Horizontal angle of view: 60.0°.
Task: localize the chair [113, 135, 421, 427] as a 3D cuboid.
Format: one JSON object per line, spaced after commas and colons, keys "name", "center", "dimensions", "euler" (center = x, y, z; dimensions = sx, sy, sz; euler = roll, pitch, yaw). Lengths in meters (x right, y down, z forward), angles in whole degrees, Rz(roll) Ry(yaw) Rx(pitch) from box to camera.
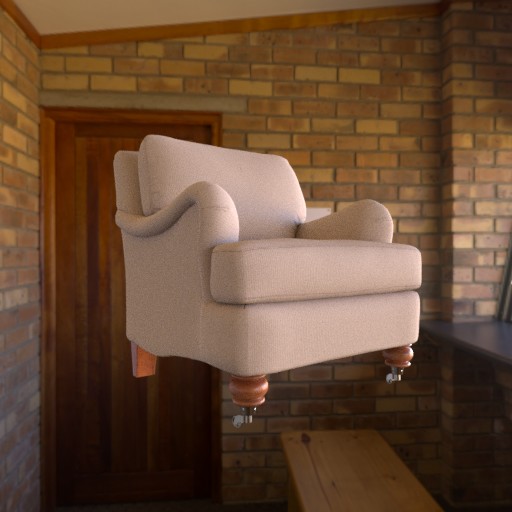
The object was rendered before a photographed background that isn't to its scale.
{"name": "chair", "center": [0.000, 0.000, 1.899], "dimensions": [0.955, 1.038, 1.070], "euler": [0, 1, -37]}
